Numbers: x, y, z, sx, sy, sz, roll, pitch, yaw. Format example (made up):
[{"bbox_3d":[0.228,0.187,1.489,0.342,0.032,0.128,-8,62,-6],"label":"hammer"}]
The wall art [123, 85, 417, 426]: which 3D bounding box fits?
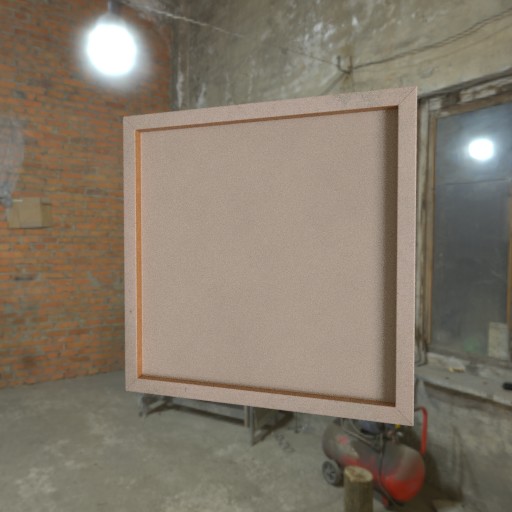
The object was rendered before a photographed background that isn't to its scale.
[{"bbox_3d":[0.000,0.000,1.128,0.762,0.762,0.038,1,2,19],"label":"wall art"}]
